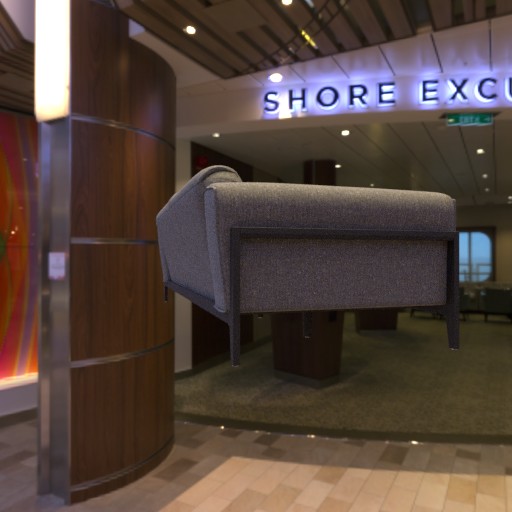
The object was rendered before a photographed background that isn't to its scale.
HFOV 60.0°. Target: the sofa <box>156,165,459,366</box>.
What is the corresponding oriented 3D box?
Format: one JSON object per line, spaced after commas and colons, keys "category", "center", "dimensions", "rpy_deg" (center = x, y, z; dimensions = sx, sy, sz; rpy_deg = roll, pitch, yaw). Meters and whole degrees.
{"category": "sofa", "center": [0.000, 0.000, 2.517], "dimensions": [0.985, 0.703, 2.125], "rpy_deg": [0, 0, -17]}
